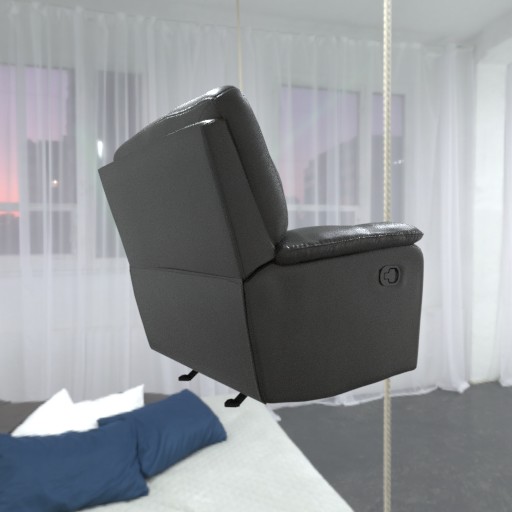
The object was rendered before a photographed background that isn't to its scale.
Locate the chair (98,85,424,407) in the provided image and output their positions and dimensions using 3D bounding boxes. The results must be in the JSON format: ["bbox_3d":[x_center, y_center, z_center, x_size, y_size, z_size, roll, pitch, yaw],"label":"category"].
[{"bbox_3d":[0.000,0.000,1.950,1.087,1.109,1.096,-1,2,-36],"label":"chair"}]
